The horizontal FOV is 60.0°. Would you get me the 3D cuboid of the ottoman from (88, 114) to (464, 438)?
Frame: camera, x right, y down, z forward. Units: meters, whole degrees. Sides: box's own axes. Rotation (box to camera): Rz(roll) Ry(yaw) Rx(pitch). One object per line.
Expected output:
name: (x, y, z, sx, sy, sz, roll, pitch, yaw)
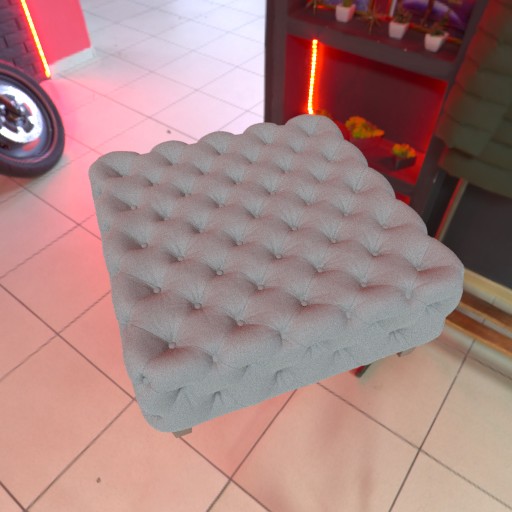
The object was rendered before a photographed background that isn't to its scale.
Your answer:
ottoman: (0.000, 0.000, 1.446, 0.917, 0.439, 0.911, -15, 50, -14)
